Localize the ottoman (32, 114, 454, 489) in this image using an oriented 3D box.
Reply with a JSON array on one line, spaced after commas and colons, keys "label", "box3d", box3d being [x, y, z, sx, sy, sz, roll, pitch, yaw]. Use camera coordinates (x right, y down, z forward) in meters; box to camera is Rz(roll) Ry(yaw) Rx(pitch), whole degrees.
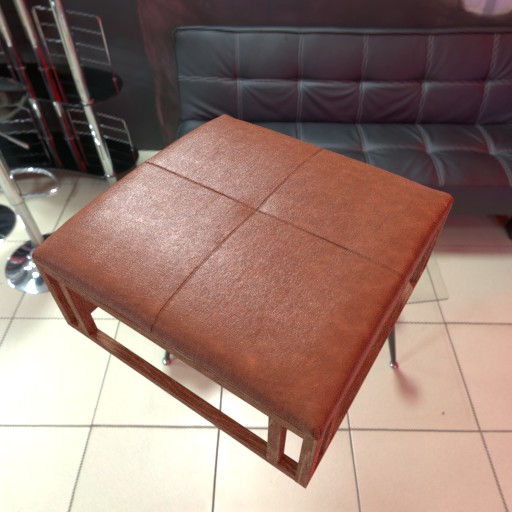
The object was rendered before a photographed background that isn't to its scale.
[{"label": "ottoman", "box3d": [0.000, 0.000, 1.576, 1.016, 0.442, 1.013, 26, 52, 22]}]
